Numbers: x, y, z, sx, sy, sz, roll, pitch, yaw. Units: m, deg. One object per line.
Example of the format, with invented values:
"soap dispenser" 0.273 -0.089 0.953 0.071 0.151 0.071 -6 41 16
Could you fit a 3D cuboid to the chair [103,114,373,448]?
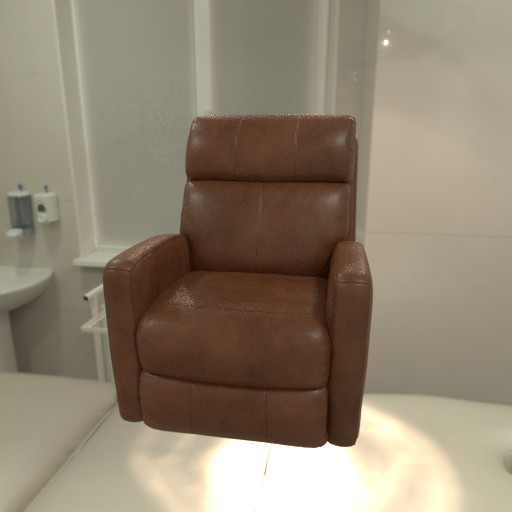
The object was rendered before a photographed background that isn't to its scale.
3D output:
"chair" 0.000 0.000 1.625 0.787 1.016 0.939 3 16 10
